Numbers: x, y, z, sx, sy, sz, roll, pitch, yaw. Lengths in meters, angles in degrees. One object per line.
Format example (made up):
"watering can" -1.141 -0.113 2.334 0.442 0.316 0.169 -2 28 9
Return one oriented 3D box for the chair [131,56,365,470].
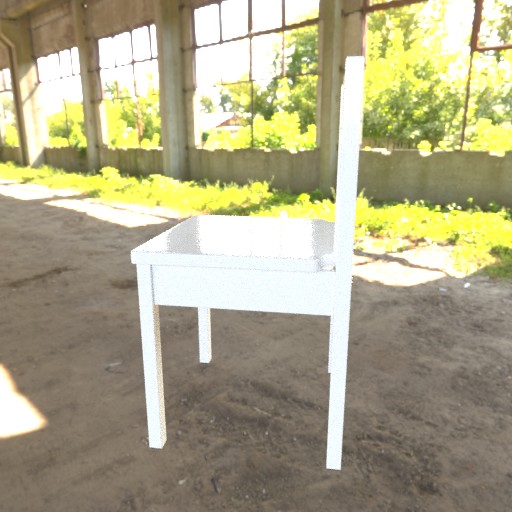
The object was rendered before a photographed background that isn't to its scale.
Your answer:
"chair" 0.000 0.000 0.882 0.361 0.668 0.367 2 15 9
